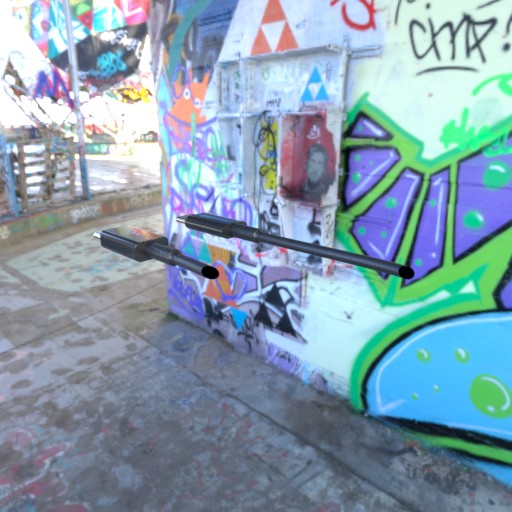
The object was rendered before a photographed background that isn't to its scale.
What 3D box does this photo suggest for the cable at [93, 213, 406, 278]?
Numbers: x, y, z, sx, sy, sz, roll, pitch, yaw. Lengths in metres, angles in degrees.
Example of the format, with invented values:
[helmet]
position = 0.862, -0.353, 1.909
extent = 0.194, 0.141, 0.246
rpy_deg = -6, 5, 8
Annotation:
[cable]
position = 0.000, 0.000, 0.112
extent = 0.098, 0.006, 0.040
rpy_deg = 16, 24, 42
